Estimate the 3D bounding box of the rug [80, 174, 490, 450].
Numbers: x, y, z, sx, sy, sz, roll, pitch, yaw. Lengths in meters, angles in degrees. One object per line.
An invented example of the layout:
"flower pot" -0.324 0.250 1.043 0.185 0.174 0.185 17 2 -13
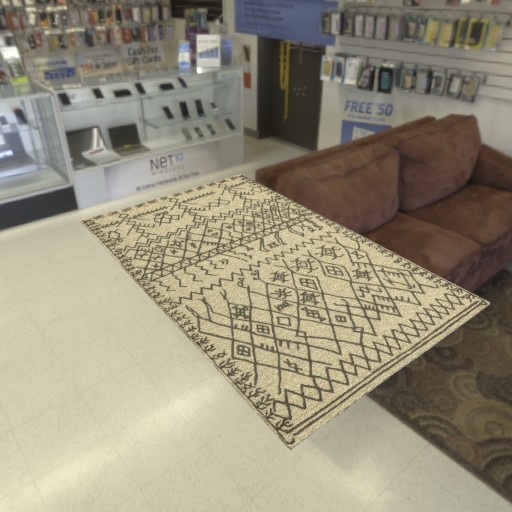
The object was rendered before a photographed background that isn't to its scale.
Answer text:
"rug" 0.000 0.000 2.972 1.530 0.012 2.444 -22 39 -31
